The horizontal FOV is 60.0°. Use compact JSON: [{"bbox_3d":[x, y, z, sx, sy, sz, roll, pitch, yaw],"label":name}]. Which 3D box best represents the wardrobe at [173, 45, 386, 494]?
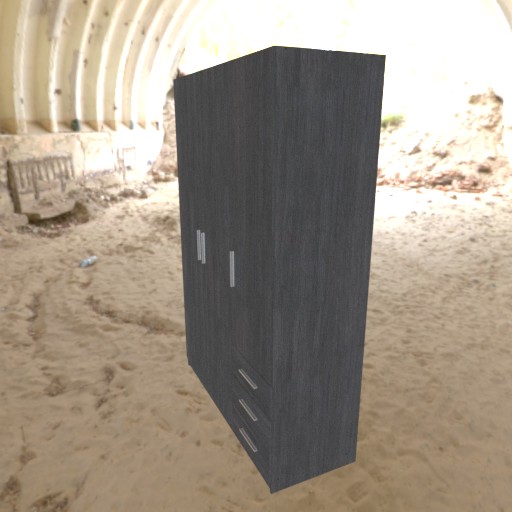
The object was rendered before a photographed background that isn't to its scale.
[{"bbox_3d":[0.000,0.000,2.448,0.510,1.910,1.290,-8,18,-24],"label":"wardrobe"}]
